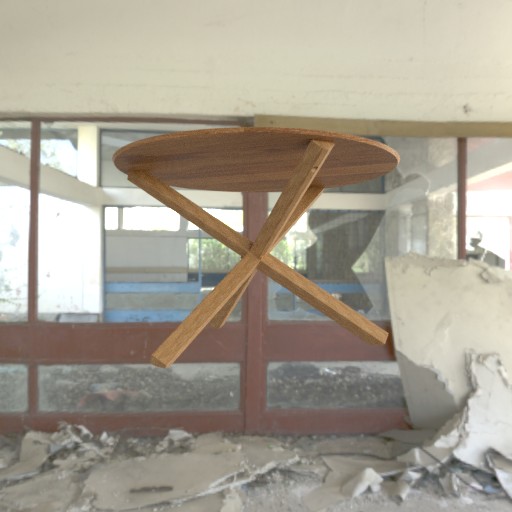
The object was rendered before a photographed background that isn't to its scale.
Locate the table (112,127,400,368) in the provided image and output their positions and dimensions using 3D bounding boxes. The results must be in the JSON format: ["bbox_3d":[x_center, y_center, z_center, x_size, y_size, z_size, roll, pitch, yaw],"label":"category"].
[{"bbox_3d":[0.000,0.000,1.676,1.038,0.666,1.038,0,-1,0],"label":"table"}]
